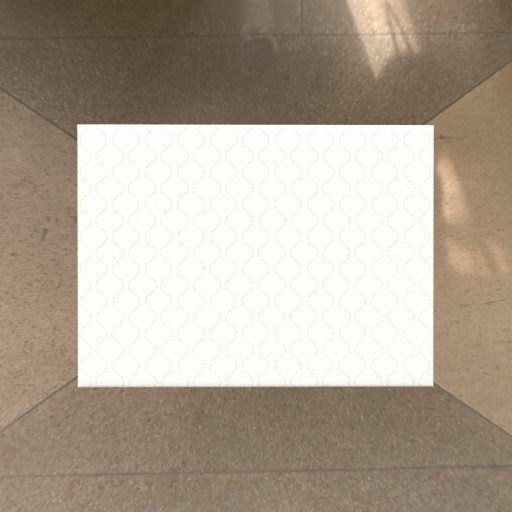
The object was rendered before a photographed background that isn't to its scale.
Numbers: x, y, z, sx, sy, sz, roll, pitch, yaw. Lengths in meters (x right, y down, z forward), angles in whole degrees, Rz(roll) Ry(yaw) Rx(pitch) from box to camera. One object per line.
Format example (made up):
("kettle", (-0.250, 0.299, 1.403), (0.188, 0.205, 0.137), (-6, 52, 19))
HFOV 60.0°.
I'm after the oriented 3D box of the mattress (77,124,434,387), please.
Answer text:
("mattress", (0.000, 0.000, 2.438), (1.900, 0.200, 1.400), (0, 90, 0))
